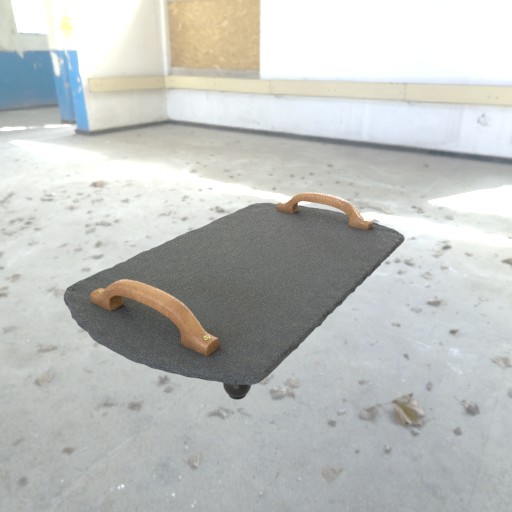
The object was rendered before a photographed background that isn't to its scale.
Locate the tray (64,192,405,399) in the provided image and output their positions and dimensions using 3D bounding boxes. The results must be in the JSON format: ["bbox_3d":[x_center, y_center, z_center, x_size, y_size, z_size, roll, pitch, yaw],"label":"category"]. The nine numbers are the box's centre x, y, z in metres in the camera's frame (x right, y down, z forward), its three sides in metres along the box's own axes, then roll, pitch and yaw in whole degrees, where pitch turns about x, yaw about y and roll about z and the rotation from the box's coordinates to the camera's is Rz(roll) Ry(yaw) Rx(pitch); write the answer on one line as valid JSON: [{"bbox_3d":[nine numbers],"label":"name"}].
[{"bbox_3d":[0.000,0.000,0.482,0.231,0.062,0.387,16,29,31],"label":"tray"}]
